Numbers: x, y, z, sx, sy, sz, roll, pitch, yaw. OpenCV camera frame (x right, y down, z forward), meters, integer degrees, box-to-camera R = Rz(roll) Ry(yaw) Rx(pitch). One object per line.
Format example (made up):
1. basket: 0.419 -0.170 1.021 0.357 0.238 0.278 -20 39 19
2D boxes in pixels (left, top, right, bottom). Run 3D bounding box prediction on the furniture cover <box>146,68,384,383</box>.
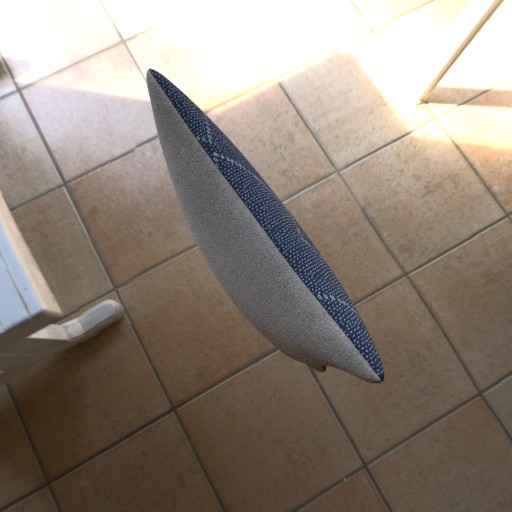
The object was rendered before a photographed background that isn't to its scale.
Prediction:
1. furniture cover: 0.000 0.000 0.795 0.162 0.503 0.511 -35 79 -8
